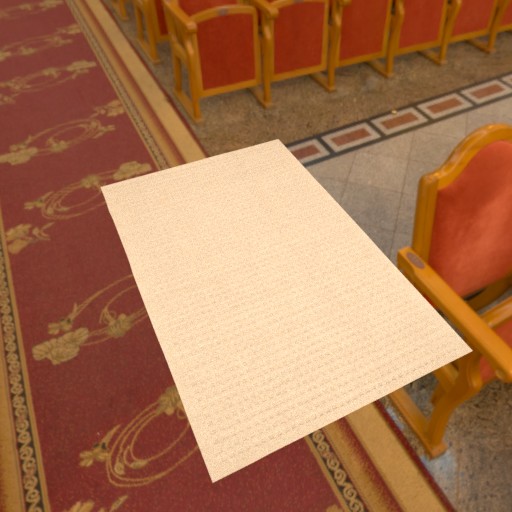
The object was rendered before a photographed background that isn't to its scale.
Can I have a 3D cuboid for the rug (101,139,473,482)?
[{"bbox_3d":[0.000,0.000,2.881,1.523,0.006,2.289,-19,50,-17],"label":"rug"}]
